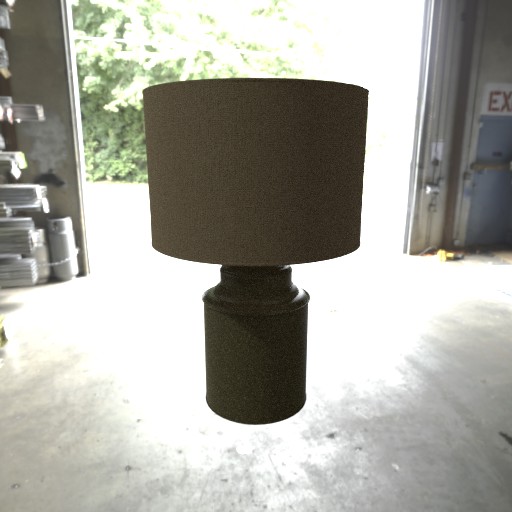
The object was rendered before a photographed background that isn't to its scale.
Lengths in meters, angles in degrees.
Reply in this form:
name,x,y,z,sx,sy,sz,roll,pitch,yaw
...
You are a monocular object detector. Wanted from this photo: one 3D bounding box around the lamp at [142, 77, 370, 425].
name,x,y,z,sx,sy,sz,roll,pitch,yaw
lamp,0.000,0.000,0.696,0.318,0.486,0.318,0,14,0
